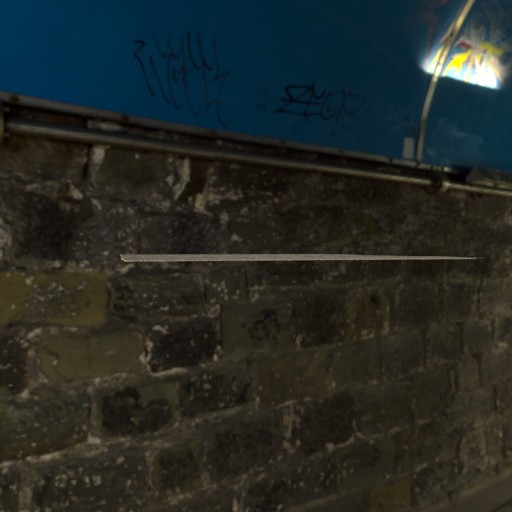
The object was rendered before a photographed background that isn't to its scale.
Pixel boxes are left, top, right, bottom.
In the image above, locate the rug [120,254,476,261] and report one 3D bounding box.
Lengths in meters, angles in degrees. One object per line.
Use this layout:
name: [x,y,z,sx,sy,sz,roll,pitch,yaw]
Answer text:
rug: [0.000,0.000,4.051,2.371,0.012,3.000,0,1,-17]
